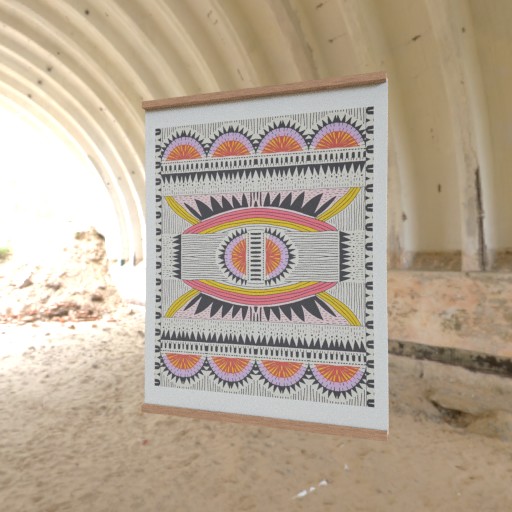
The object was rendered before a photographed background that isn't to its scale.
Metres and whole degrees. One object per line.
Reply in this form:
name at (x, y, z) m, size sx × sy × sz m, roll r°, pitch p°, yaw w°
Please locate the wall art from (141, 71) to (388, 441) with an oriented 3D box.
wall art at (0.000, 0.000, 0.705) m, size 0.403 × 0.527 × 0.028 m, roll 0°, pitch -1°, yaw 18°
